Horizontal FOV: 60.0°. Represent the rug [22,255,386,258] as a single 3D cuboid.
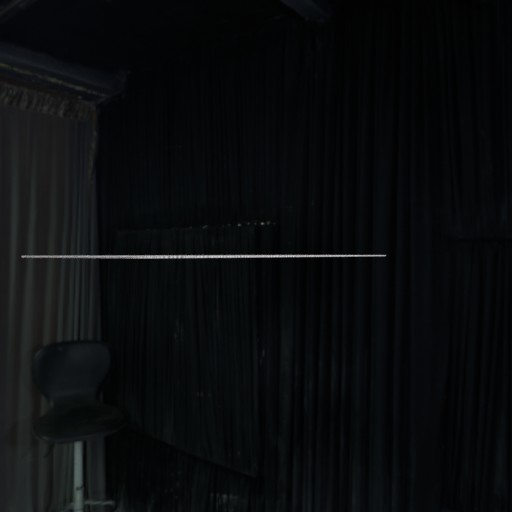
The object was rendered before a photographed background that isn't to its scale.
[{"bbox_3d":[0.000,0.000,2.688,0.766,0.008,2.432,0,0,35],"label":"rug"}]
